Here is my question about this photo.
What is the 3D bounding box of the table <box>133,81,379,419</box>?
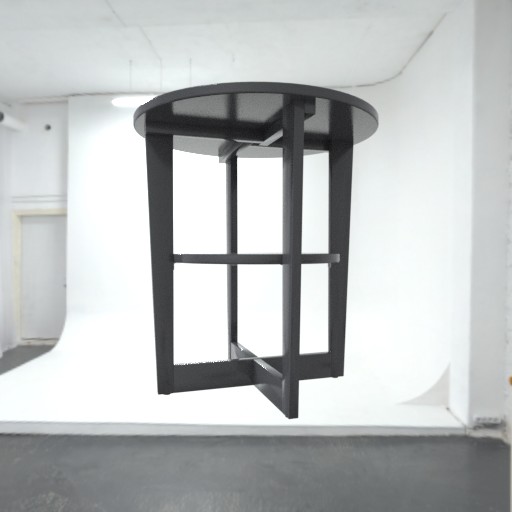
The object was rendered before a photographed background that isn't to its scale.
[{"bbox_3d":[0.000,0.000,0.941,0.500,0.550,0.500,0,1,0],"label":"table"}]
